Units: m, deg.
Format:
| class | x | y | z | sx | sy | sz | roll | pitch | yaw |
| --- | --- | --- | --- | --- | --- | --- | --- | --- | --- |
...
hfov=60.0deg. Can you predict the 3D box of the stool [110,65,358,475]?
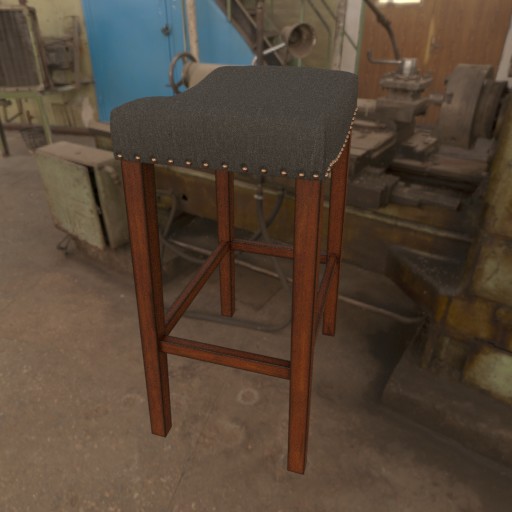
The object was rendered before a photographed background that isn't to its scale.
| class | x | y | z | sx | sy | sz | roll | pitch | yaw |
| --- | --- | --- | --- | --- | --- | --- | --- | --- | --- |
| stool | 0.000 | 0.000 | 1.019 | 0.366 | 0.760 | 0.502 | 9 | 32 | 14 |
